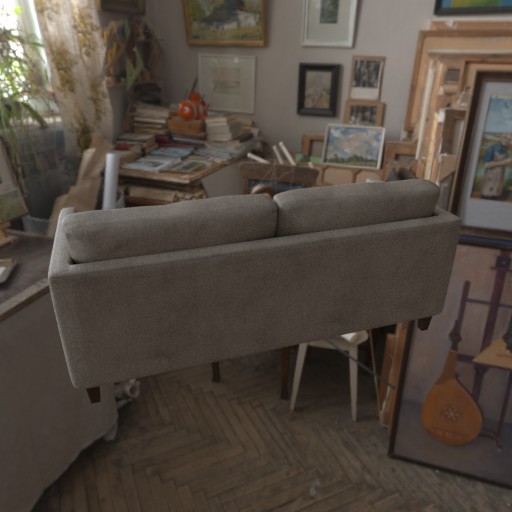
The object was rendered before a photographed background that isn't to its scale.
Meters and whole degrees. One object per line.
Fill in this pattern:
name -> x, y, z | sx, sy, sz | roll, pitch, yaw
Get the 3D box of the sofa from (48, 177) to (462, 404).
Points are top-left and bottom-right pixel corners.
sofa -> 0.000, 0.000, 2.714 | 2.208, 0.965, 0.951 | -8, 27, -17
